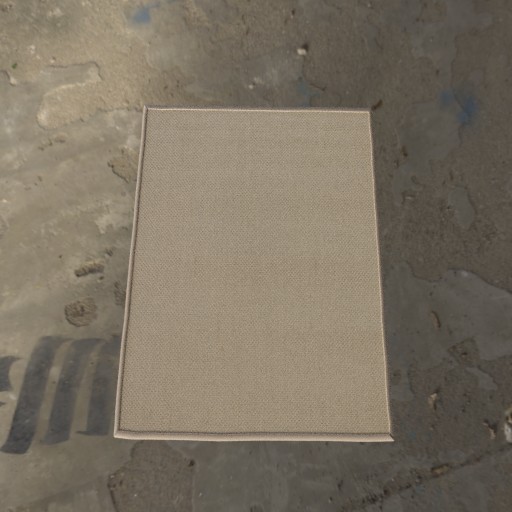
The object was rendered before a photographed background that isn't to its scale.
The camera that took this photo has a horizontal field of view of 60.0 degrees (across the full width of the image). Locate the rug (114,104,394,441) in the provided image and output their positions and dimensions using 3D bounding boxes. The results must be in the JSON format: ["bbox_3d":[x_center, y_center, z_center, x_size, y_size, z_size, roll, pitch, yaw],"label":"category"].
[{"bbox_3d":[0.000,0.000,2.675,1.525,0.020,2.081,1,74,0],"label":"rug"}]
